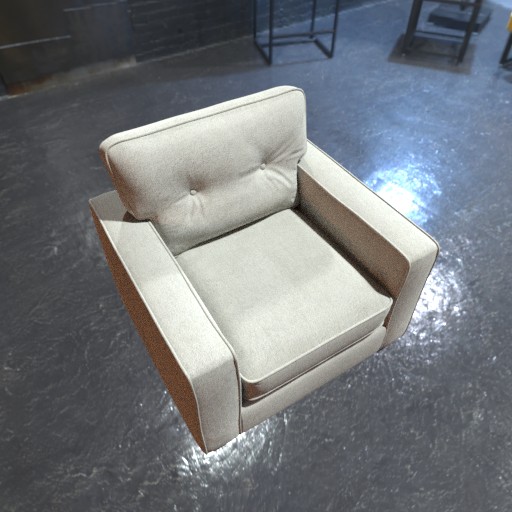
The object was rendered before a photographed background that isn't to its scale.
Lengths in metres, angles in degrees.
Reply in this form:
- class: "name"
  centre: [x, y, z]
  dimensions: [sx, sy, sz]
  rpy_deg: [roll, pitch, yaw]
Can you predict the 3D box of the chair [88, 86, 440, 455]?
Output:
- class: "chair"
  centre: [0.000, 0.000, 1.765]
  dimensions: [1.015, 0.965, 0.939]
  rpy_deg: [-24, 51, -21]
